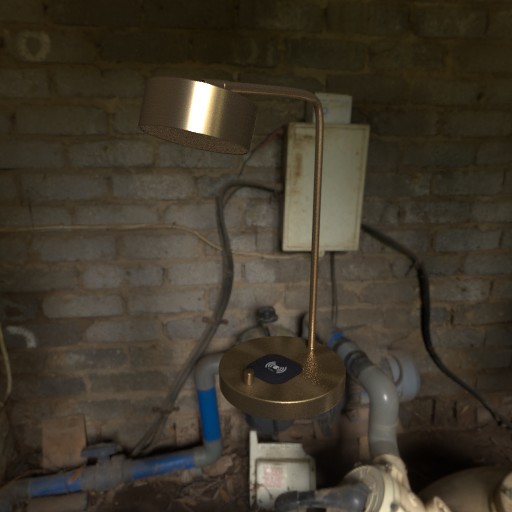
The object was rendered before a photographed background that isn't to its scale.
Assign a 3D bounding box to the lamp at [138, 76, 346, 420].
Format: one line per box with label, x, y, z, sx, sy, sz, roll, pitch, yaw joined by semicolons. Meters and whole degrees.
lamp;0.000;0.000;0.521;0.171;0.380;0.270;16;23;43
